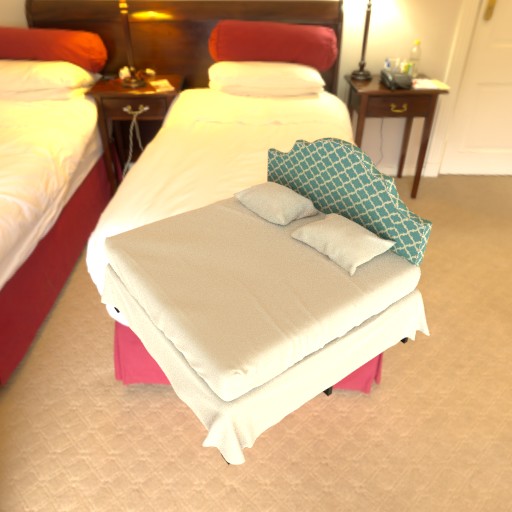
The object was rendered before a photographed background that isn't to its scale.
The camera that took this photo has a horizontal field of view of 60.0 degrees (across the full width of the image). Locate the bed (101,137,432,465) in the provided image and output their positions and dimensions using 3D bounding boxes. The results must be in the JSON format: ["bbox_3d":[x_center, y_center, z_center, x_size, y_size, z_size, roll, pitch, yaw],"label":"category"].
[{"bbox_3d":[0.000,0.000,3.787,2.222,1.601,2.314,-23,41,-30],"label":"bed"}]
